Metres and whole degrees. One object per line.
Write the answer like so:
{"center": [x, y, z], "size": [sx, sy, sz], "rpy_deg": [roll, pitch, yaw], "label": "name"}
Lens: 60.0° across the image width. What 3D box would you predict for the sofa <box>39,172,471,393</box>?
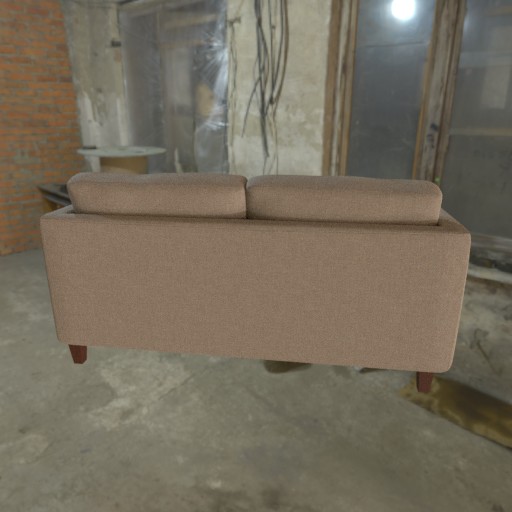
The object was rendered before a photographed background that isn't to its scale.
{"center": [0.000, 0.000, 2.386], "size": [1.884, 0.947, 0.951], "rpy_deg": [3, 18, 8], "label": "sofa"}
